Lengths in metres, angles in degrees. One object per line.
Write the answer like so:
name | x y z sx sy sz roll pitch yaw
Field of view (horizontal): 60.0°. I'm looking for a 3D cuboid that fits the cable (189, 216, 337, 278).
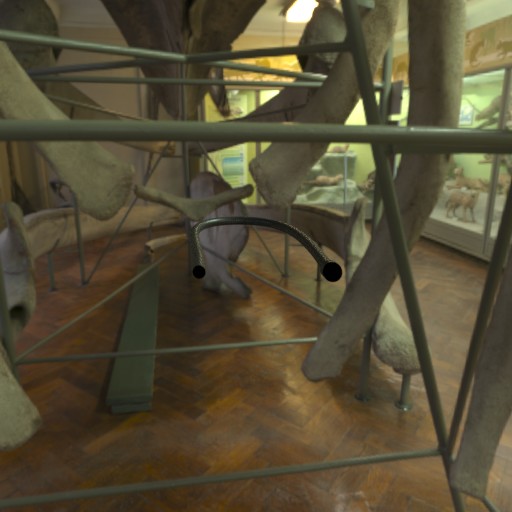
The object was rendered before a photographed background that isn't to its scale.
cable | 0.000 0.000 0.113 0.040 0.006 0.098 -2 16 -8
